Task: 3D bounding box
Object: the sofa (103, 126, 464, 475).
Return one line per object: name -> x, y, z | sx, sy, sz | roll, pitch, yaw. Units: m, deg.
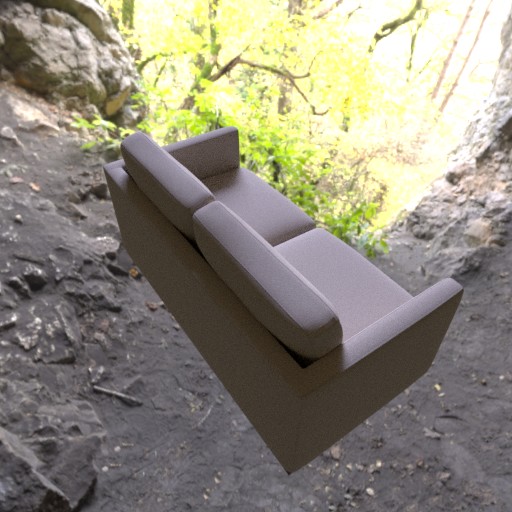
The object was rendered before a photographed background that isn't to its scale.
sofa -> 0.000, 0.000, 2.232 | 0.873, 0.888, 1.722 | -25, 48, -25
